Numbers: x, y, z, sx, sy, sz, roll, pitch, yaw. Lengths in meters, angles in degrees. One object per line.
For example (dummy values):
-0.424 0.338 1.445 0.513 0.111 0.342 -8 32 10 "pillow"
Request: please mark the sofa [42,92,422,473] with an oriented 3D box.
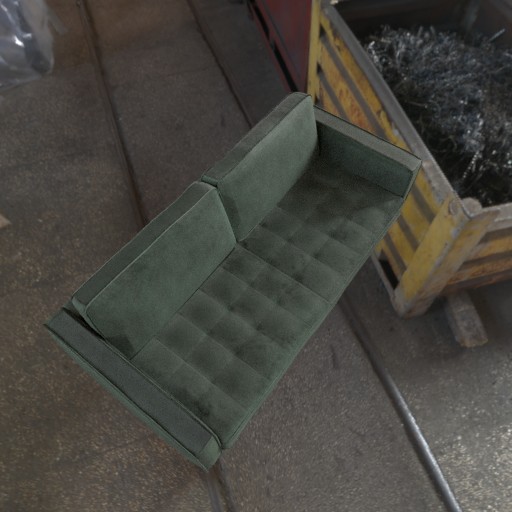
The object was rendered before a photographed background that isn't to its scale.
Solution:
0.000 0.000 2.214 0.886 0.781 1.816 33 64 18 "sofa"
